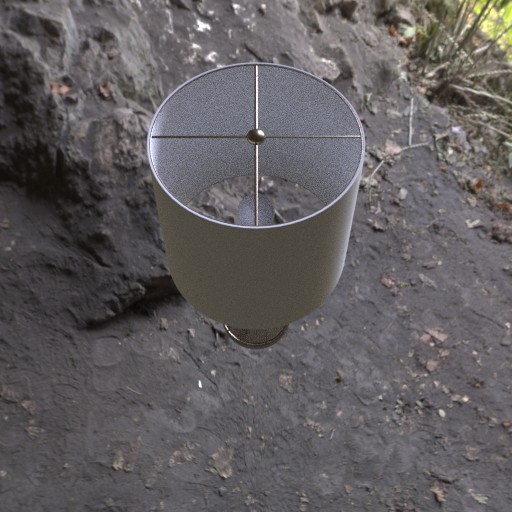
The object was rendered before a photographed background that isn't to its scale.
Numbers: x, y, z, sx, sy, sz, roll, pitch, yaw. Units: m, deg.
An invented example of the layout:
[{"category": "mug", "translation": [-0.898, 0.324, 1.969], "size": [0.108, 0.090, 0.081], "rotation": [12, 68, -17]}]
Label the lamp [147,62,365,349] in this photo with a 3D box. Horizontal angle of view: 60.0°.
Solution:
[{"category": "lamp", "translation": [0.000, 0.000, 0.795], "size": [0.303, 0.618, 0.303], "rotation": [0, 62, 0]}]
